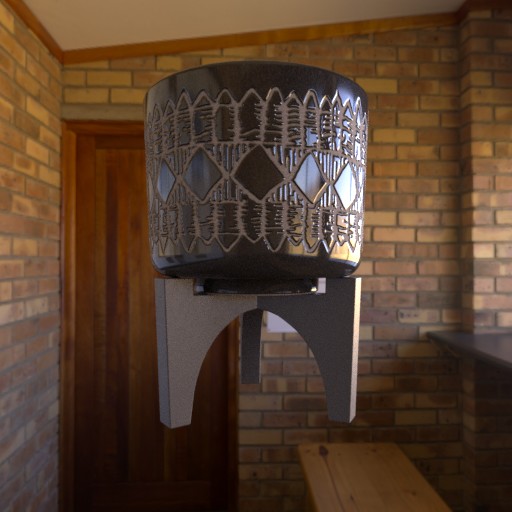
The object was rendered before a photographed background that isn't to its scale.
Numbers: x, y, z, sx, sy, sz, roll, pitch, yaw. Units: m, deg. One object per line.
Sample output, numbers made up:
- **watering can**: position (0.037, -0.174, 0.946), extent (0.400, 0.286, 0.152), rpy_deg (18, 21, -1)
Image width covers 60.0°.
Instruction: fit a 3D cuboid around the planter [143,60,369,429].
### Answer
- **planter**: position (0.000, 0.000, 0.394), extent (0.196, 0.264, 0.196), rpy_deg (1, -1, -35)
